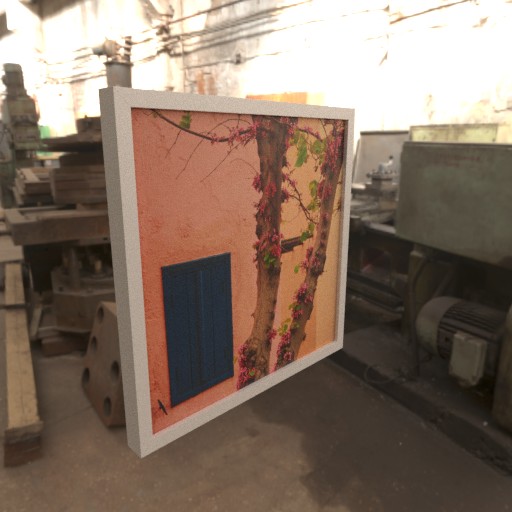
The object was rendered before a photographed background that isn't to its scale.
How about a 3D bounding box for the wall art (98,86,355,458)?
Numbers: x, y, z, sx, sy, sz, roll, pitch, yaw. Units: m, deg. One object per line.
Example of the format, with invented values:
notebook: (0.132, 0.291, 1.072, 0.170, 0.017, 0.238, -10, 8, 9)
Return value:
wall art: (0.000, 0.000, 0.766, 0.507, 0.508, 0.038, -14, 20, -43)
